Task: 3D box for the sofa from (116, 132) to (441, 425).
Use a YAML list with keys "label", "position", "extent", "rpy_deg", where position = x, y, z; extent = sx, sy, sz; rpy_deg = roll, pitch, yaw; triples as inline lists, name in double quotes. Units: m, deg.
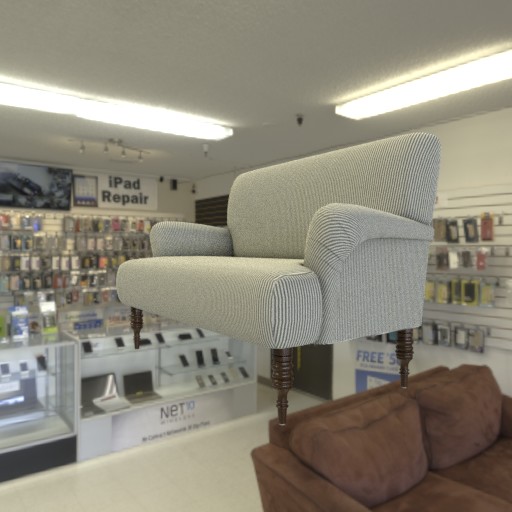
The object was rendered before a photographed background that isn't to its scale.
- label: "sofa"
  position: [0.000, 0.000, 1.810]
  extent: [0.779, 0.889, 1.297]
  rpy_deg: [-1, 2, -36]
